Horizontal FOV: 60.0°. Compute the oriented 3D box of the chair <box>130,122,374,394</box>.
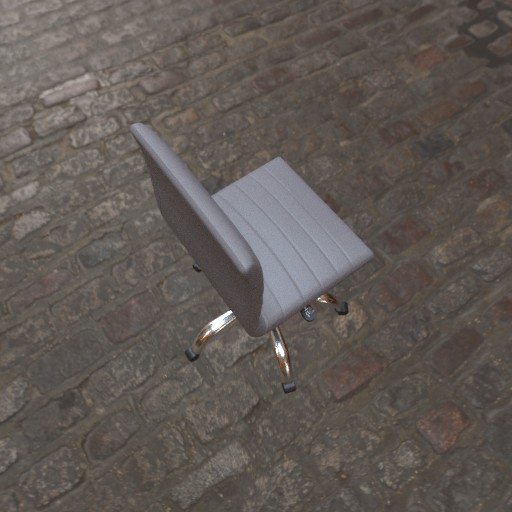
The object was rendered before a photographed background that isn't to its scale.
[{"bbox_3d":[0.000,0.000,1.140,0.530,0.780,0.556,-32,65,-17],"label":"chair"}]
